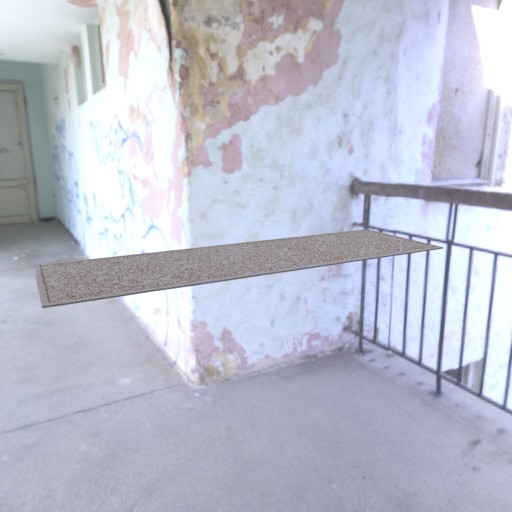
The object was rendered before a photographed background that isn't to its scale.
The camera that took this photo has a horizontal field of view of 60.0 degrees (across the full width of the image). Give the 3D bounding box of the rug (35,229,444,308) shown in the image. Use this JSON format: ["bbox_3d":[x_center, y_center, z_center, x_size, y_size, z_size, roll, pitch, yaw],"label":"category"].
[{"bbox_3d":[0.000,0.000,2.743,2.448,0.012,0.769,-7,16,-27],"label":"rug"}]
